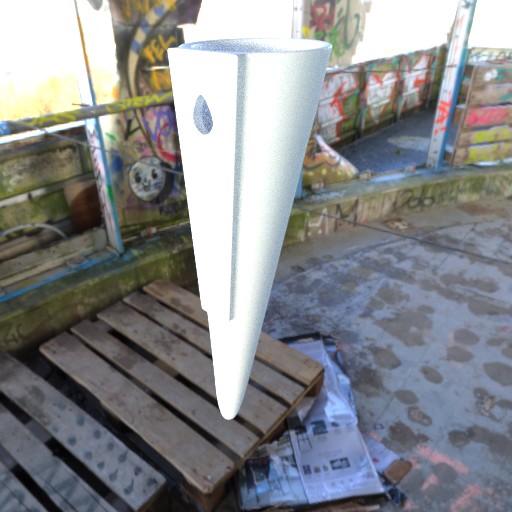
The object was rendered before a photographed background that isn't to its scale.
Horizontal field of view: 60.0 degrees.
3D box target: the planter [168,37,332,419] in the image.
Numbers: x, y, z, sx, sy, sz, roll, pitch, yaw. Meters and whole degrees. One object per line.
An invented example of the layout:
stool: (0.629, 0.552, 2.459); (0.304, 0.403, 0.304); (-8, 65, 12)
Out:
planter: (0.000, 0.000, 0.223); (0.057, 0.193, 0.064); (22, 37, 33)
